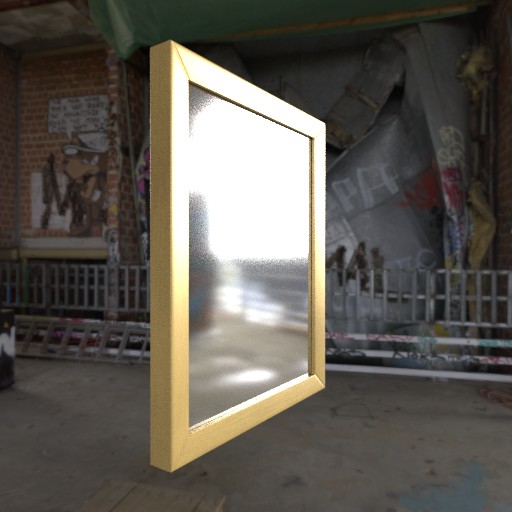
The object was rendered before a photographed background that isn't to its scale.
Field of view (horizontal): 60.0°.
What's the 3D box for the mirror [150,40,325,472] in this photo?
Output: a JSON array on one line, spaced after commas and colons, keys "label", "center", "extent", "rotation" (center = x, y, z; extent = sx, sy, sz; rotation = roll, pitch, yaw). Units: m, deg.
[{"label": "mirror", "center": [0.000, 0.000, 0.696], "extent": [0.041, 0.508, 0.405], "rotation": [0, 0, 35]}]
